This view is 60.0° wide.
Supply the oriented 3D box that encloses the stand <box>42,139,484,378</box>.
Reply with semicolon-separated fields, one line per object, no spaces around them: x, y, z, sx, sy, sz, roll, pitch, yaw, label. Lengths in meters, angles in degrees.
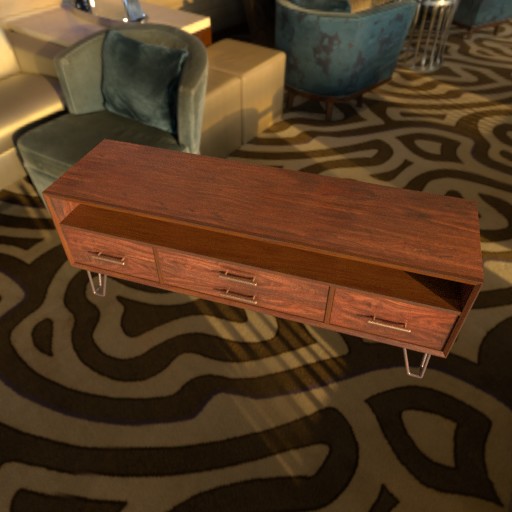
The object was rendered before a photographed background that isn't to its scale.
0.000;0.000;1.920;1.626;0.610;0.481;12;44;13;stand
